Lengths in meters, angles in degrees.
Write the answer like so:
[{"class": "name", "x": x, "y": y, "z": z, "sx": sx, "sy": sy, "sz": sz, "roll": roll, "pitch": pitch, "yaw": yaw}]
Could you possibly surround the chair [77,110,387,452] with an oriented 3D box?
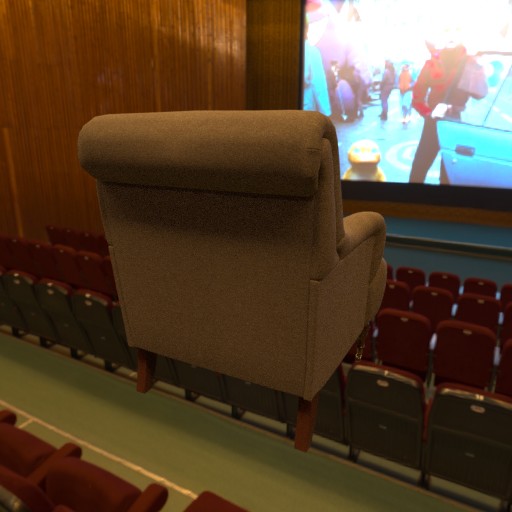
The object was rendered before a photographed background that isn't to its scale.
[{"class": "chair", "x": 0.000, "y": 0.000, "z": 1.542, "sx": 0.766, "sy": 0.942, "sz": 0.843, "roll": 9, "pitch": 18, "yaw": 27}]
